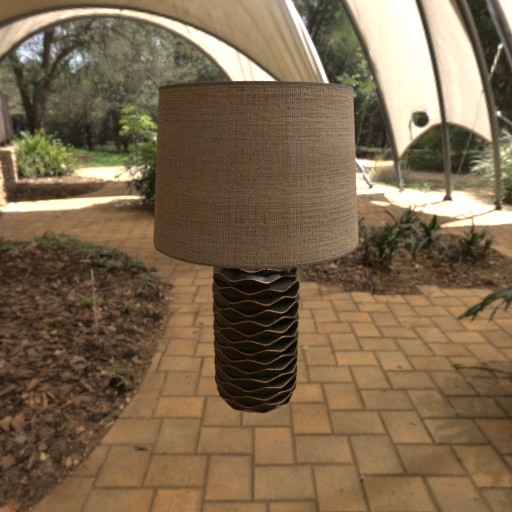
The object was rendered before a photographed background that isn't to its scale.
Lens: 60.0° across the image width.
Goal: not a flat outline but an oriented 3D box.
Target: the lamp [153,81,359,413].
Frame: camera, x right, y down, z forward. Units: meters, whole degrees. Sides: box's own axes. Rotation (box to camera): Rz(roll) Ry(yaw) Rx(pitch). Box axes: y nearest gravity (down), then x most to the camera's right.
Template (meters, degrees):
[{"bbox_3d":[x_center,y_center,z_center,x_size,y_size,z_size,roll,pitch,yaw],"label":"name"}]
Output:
[{"bbox_3d":[0.000,0.000,0.842,0.376,0.594,0.376,0,17,0],"label":"lamp"}]
